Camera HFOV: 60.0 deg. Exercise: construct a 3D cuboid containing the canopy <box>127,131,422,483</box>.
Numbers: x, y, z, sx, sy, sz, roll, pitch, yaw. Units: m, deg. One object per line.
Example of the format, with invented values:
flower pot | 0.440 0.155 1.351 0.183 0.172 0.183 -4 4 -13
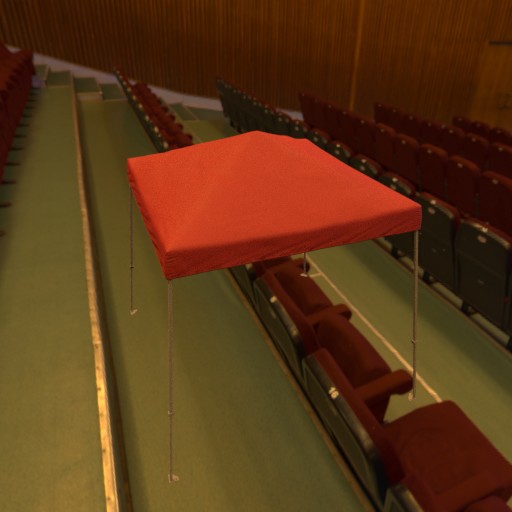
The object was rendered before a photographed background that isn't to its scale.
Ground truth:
canopy | 0.000 0.000 6.411 3.599 3.600 3.600 -11 32 -18
